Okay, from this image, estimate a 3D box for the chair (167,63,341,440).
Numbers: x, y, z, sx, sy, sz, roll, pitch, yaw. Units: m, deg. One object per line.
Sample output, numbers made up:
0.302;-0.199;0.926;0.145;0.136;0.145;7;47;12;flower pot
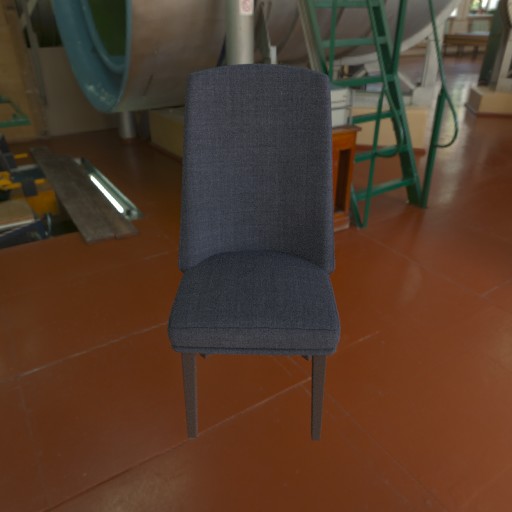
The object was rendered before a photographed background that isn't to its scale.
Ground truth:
0.000;0.000;1.384;0.510;1.050;0.577;1;29;1;chair
